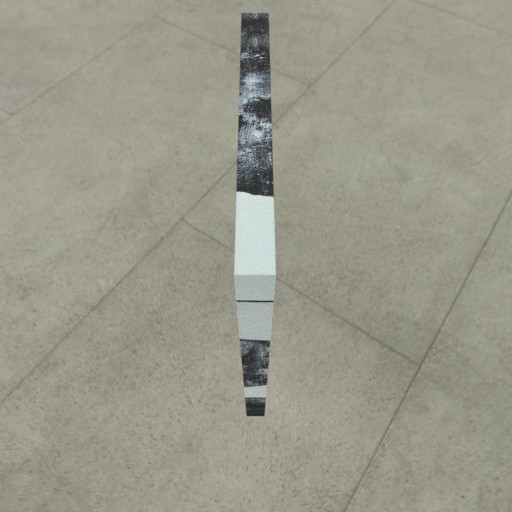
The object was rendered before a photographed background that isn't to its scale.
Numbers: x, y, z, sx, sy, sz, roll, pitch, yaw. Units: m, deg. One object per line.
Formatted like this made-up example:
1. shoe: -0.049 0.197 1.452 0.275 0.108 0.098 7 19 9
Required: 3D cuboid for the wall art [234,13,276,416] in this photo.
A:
1. wall art: 0.000 0.000 0.760 0.039 0.610 0.407 0 59 0
